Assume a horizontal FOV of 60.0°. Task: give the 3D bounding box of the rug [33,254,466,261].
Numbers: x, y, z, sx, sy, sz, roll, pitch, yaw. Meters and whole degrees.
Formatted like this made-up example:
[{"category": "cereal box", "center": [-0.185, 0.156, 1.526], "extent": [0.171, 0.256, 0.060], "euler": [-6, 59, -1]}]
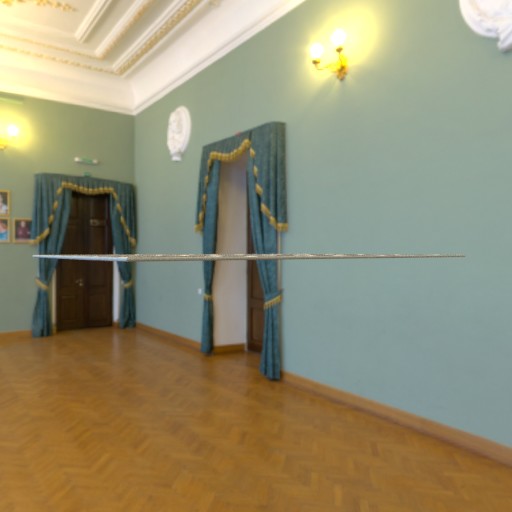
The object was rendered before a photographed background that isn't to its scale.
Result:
[{"category": "rug", "center": [0.000, 0.000, 2.787], "extent": [2.294, 0.014, 1.528], "euler": [0, 1, -38]}]
